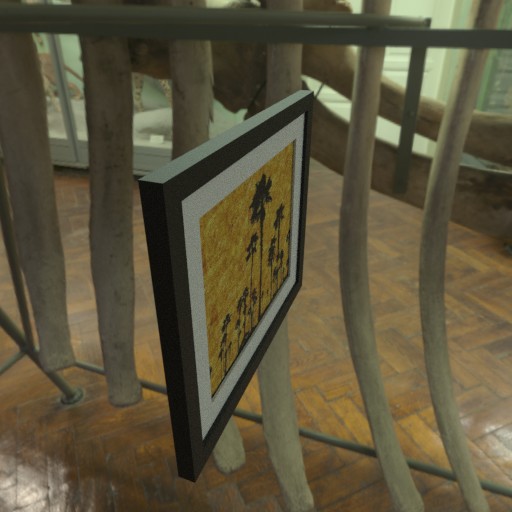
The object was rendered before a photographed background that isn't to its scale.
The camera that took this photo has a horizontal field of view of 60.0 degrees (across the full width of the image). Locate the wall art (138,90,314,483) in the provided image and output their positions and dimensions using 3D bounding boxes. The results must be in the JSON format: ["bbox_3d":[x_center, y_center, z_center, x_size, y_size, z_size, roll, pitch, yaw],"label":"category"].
[{"bbox_3d":[0.000,0.000,0.764,0.028,0.460,0.561,11,31,18],"label":"wall art"}]
